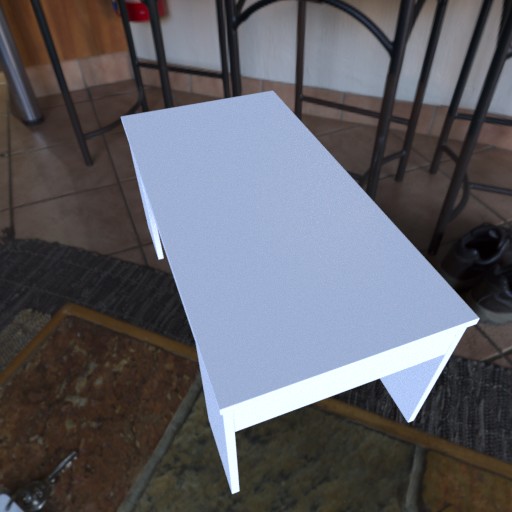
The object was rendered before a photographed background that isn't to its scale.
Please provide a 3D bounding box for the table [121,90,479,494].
[{"bbox_3d":[0.000,0.000,1.235,0.500,0.440,1.000,-15,47,-14],"label":"table"}]
